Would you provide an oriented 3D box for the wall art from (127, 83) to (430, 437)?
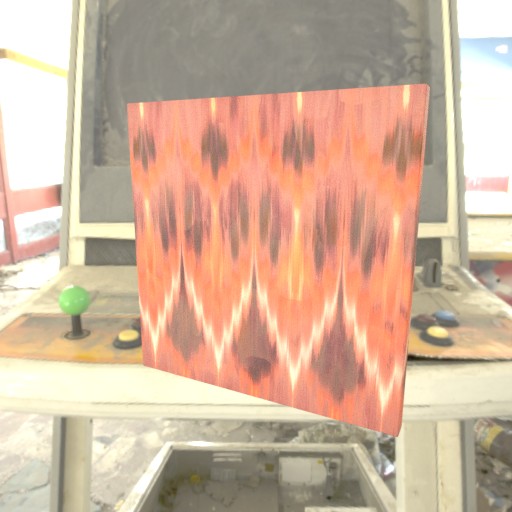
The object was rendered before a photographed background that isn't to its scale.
[{"bbox_3d":[0.000,0.000,0.891,0.603,0.609,0.037,7,15,27],"label":"wall art"}]
